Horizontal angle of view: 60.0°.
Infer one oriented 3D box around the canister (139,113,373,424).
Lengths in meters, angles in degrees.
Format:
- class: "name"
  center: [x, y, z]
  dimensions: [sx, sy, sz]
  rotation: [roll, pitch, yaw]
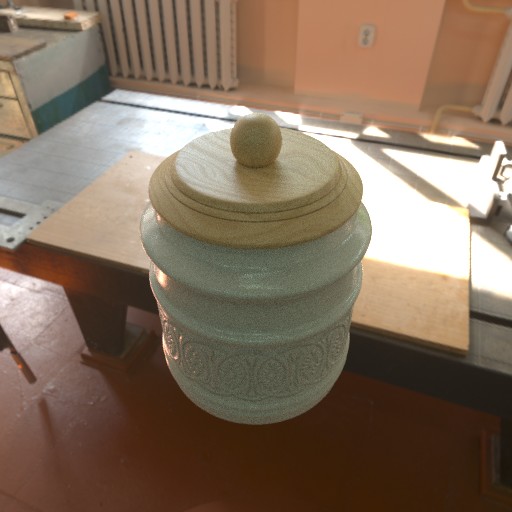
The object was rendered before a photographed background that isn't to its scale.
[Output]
- class: "canister"
  center: [0.000, 0.000, 0.270]
  dimensions: [0.130, 0.176, 0.130]
  rotation: [0, 40, 0]
